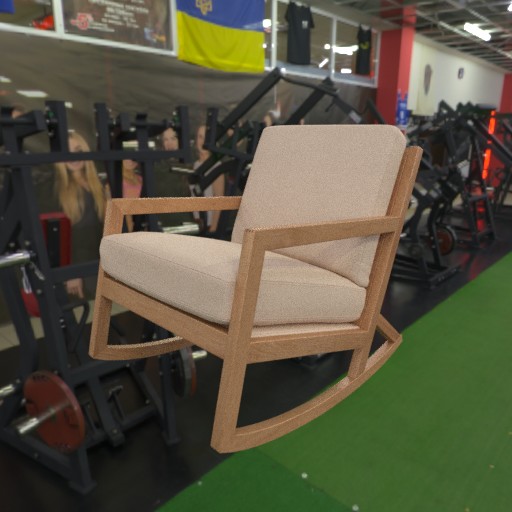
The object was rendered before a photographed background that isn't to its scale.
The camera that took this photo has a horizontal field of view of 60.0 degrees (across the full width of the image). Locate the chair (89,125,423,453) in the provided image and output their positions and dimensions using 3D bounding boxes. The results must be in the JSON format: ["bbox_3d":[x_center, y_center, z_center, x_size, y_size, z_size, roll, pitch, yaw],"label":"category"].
[{"bbox_3d":[0.000,0.000,1.386,0.622,0.790,0.857,15,22,43],"label":"chair"}]
